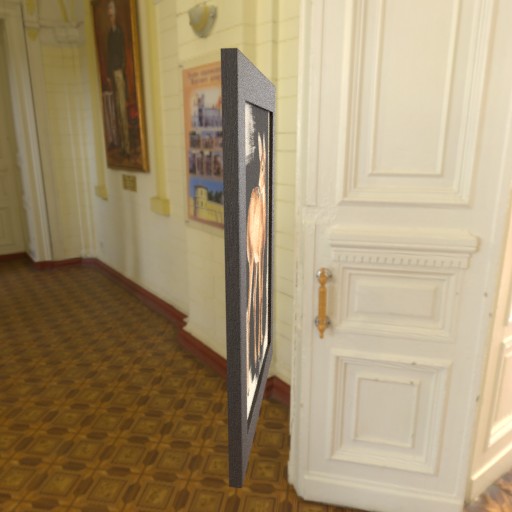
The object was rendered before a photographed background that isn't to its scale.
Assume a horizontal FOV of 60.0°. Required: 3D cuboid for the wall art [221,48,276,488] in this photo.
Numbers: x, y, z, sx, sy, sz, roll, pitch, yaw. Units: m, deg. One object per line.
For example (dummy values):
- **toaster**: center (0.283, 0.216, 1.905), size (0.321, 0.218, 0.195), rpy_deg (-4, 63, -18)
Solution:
- **wall art**: center (0.000, 0.000, 0.666), size (0.017, 0.513, 0.359), rpy_deg (2, 16, 8)
